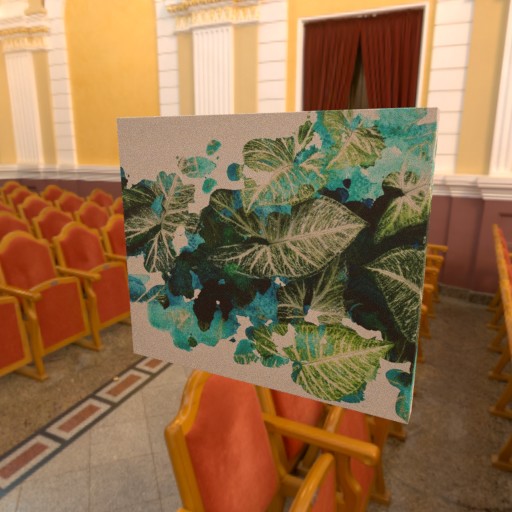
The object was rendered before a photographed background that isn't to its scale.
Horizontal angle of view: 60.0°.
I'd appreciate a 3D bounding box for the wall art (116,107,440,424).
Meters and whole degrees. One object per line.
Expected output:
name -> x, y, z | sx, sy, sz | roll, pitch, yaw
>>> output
wall art -> 0.000, 0.000, 0.712 | 0.507, 0.435, 0.041 | 7, 16, 25
